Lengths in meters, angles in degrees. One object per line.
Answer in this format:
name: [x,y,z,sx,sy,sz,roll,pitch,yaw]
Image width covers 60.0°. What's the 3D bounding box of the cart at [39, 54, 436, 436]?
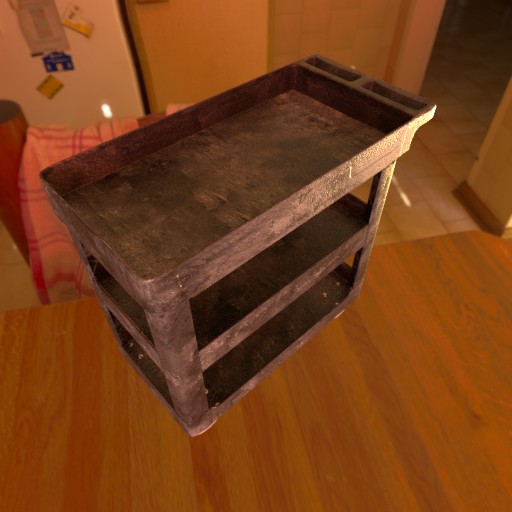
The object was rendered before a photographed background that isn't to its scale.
cart: [0.000,0.000,1.322,0.877,0.824,0.420,-34,56,-28]
